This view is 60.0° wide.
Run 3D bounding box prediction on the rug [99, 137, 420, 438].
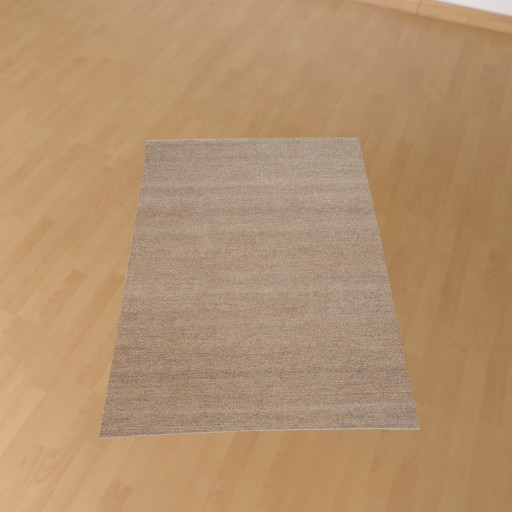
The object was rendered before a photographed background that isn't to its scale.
[{"bbox_3d":[0.000,0.000,4.259,2.467,0.046,3.245,-1,57,-1],"label":"rug"}]
